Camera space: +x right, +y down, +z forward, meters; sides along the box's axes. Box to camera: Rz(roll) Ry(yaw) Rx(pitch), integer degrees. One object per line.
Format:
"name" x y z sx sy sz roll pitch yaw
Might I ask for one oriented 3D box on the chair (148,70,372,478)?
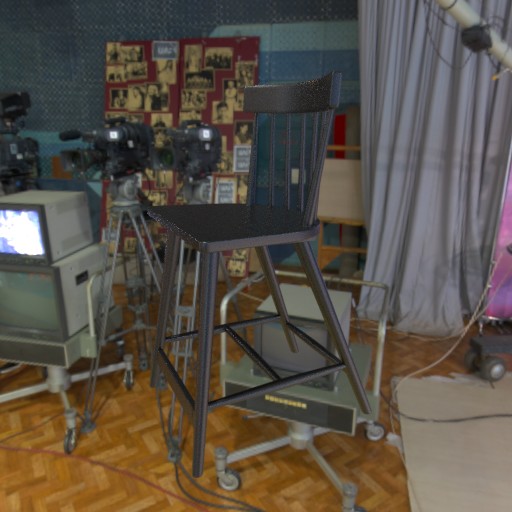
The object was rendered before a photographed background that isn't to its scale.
"chair" 0.000 0.000 1.272 0.572 0.952 0.483 -8 18 -25
